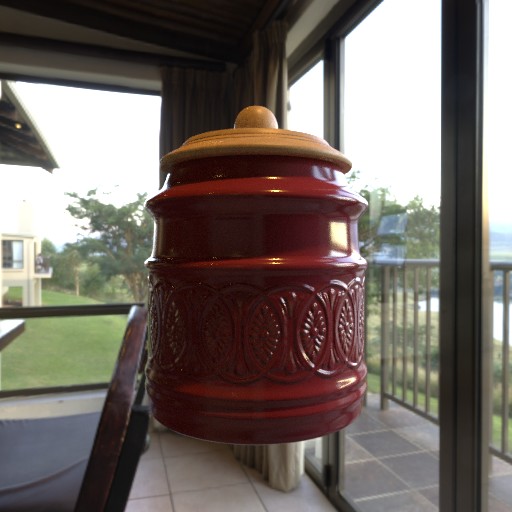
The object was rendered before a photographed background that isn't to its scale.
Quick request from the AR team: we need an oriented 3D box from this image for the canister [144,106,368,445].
[{"bbox_3d":[0.000,0.000,0.265,0.130,0.176,0.130,0,1,0],"label":"canister"}]
